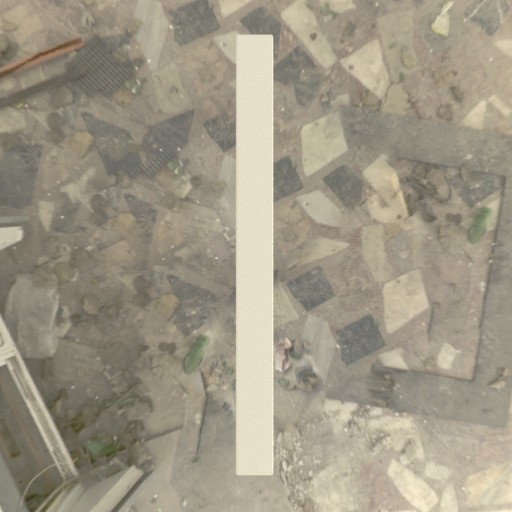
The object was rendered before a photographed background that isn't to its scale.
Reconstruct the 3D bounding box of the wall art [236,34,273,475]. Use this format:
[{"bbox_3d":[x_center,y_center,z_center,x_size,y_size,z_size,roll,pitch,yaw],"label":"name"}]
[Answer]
[{"bbox_3d":[0.000,0.000,0.522,0.028,0.381,0.331,0,90,0],"label":"wall art"}]
